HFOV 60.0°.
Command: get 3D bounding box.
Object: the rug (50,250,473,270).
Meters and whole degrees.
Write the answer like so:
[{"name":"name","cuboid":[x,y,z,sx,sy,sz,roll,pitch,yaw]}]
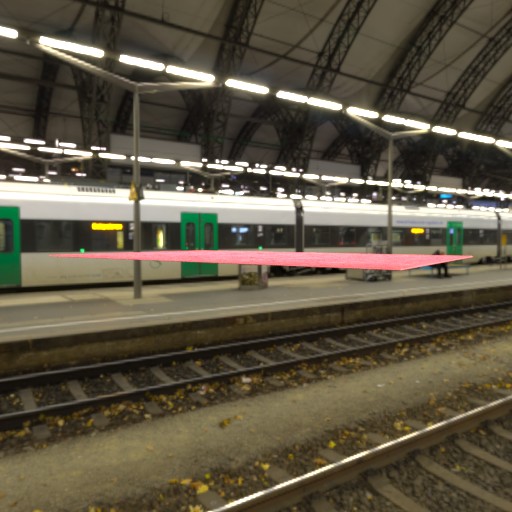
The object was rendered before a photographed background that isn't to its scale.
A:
[{"name":"rug","cuboid":[0.000,0.000,2.999,2.423,0.010,1.534,2,3,35]}]
